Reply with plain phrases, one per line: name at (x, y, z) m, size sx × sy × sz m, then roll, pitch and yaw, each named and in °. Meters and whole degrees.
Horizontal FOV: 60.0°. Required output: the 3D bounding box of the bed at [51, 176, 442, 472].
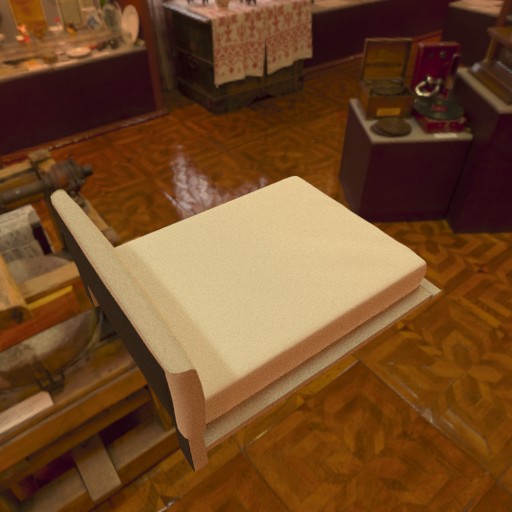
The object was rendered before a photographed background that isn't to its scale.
bed at (0.000, 0.000, 3.608) m, size 2.498 × 1.126 × 1.980 m, roll -26°, pitch 48°, yaw -26°
